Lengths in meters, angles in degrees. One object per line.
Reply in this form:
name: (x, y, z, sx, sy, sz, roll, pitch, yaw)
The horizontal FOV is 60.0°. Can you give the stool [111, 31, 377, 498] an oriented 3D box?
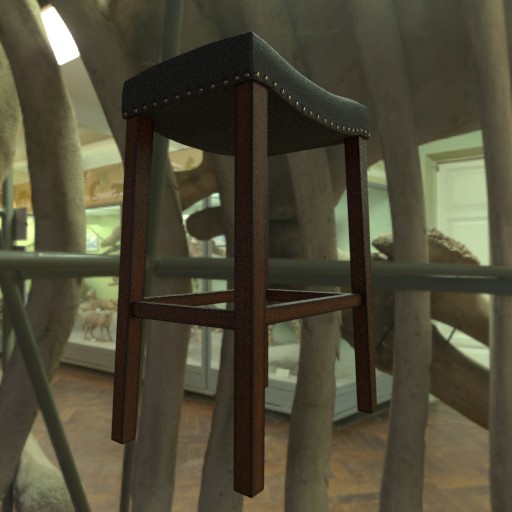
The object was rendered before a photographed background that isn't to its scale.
stool: (0.000, 0.000, 1.000, 0.366, 0.760, 0.502, 0, 0, 37)
